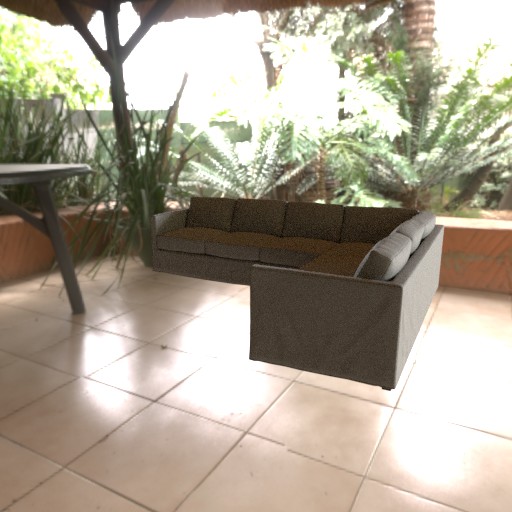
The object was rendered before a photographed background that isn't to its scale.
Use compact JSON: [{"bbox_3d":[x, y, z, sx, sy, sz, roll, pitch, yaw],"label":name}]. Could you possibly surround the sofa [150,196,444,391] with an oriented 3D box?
[{"bbox_3d":[0.000,0.000,4.349,3.182,0.871,2.432,7,15,27],"label":"sofa"}]
